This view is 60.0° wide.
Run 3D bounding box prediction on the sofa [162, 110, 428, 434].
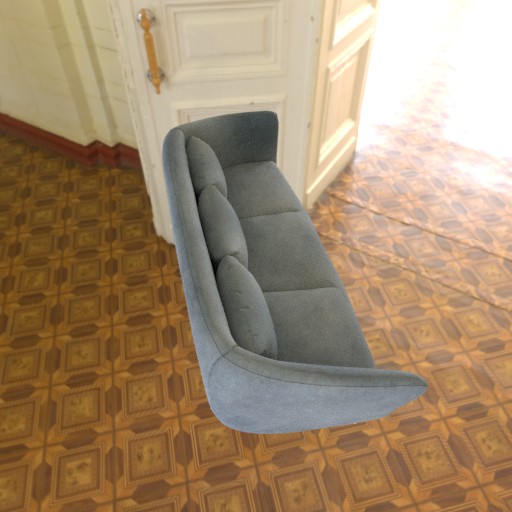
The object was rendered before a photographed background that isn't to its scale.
[{"bbox_3d":[0.000,0.000,2.468,0.849,0.795,2.095,-10,47,-10],"label":"sofa"}]
